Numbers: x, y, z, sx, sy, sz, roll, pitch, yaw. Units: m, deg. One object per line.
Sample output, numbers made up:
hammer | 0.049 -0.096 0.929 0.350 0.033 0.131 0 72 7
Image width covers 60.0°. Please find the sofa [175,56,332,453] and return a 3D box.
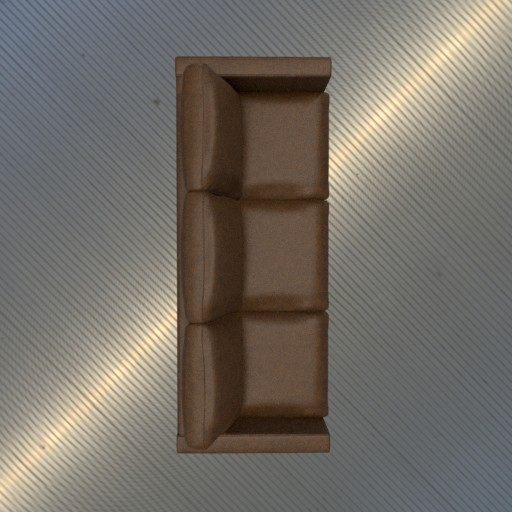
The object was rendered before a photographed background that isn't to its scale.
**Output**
sofa | 0.000 0.000 2.704 0.903 0.930 2.231 0 91 -1
